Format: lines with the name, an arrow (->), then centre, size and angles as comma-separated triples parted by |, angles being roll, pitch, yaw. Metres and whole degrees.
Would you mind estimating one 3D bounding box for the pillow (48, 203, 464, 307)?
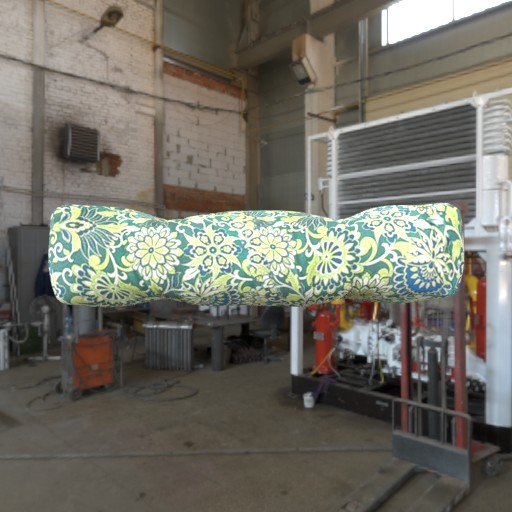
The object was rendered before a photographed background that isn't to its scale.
pillow -> 0.000, 0.000, 0.729 | 0.490, 0.128, 0.468 | 0, 0, 0
